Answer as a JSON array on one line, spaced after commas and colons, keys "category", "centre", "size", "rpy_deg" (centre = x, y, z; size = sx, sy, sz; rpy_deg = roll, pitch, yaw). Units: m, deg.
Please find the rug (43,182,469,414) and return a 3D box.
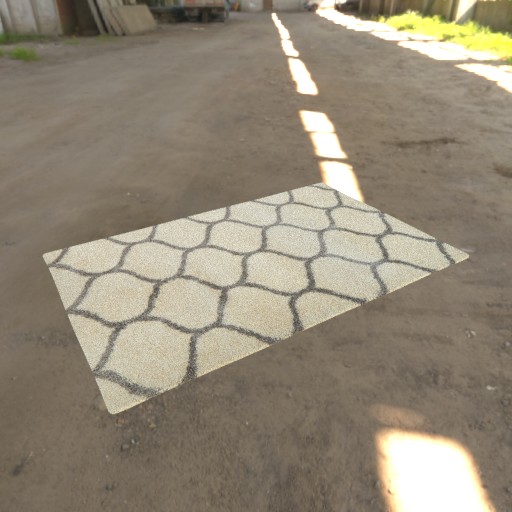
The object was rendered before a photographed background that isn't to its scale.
[{"category": "rug", "centre": [0.000, 0.000, 2.884], "size": [2.348, 0.024, 1.501], "rpy_deg": [-18, 36, -27]}]
